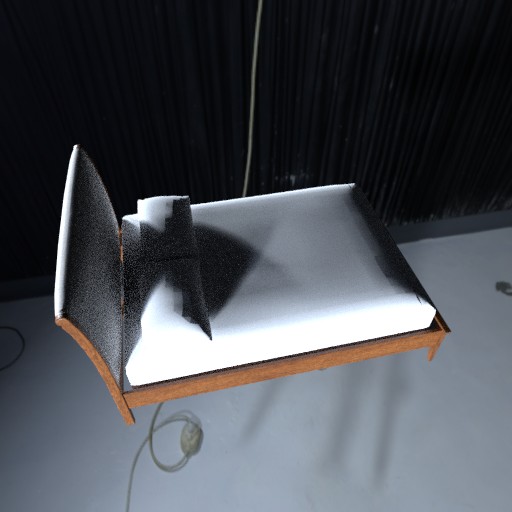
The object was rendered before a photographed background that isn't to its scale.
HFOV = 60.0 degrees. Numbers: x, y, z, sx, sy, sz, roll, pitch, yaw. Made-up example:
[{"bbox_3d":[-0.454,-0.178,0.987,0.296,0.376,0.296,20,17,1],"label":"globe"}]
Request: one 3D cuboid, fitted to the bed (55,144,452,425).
[{"bbox_3d":[0.000,0.000,3.252,2.380,1.250,1.612,-9,47,-9],"label":"bed"}]
